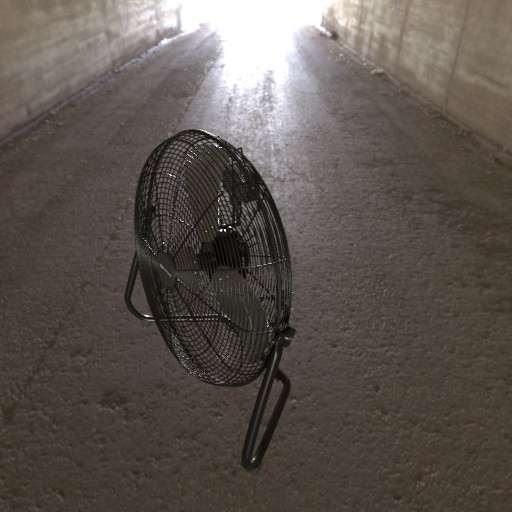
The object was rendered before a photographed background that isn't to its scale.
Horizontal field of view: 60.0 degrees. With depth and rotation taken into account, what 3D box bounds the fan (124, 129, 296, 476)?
[{"bbox_3d":[0.000,0.000,1.014,0.470,0.605,0.595,-21,39,-29],"label":"fan"}]
